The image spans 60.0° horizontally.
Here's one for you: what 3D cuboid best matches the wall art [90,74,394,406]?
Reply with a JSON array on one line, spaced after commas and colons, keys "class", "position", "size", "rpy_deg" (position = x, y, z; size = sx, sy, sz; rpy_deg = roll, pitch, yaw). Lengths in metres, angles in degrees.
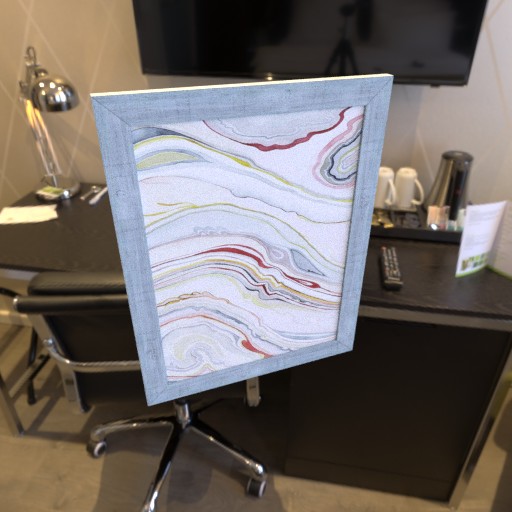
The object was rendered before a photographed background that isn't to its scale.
[{"class": "wall art", "position": [0.000, 0.000, 0.834], "size": [0.481, 0.613, 0.020], "rpy_deg": [-11, 33, -17]}]
